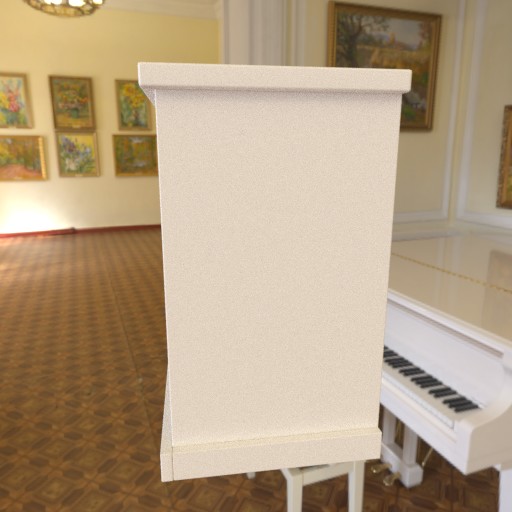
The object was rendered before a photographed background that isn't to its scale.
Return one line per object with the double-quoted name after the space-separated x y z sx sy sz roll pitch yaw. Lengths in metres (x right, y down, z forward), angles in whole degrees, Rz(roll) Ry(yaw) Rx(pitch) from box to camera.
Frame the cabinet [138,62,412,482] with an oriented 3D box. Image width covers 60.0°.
0.000 0.000 1.013 0.431 0.723 0.520 -2 14 -8 "cabinet"
